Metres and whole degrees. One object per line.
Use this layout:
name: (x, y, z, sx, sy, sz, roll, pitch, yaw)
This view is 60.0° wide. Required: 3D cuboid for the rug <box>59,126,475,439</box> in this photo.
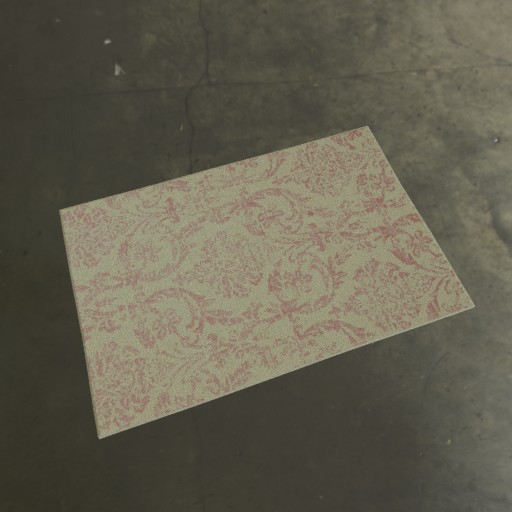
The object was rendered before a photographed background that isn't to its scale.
rug: (0.000, 0.000, 2.280, 1.839, 0.012, 1.219, -17, 65, -8)
